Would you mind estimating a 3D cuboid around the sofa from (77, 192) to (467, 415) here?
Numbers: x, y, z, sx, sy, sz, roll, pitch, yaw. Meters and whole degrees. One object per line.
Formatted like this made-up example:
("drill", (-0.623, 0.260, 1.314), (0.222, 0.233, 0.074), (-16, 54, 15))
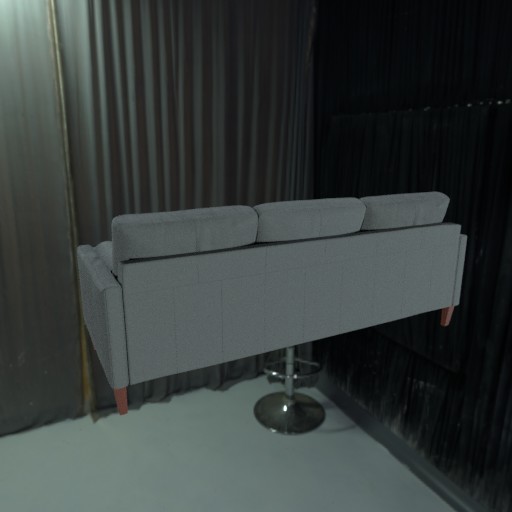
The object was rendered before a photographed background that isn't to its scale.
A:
("sofa", (0.000, 0.000, 2.916), (2.178, 0.876, 1.506), (-8, 16, -27))
